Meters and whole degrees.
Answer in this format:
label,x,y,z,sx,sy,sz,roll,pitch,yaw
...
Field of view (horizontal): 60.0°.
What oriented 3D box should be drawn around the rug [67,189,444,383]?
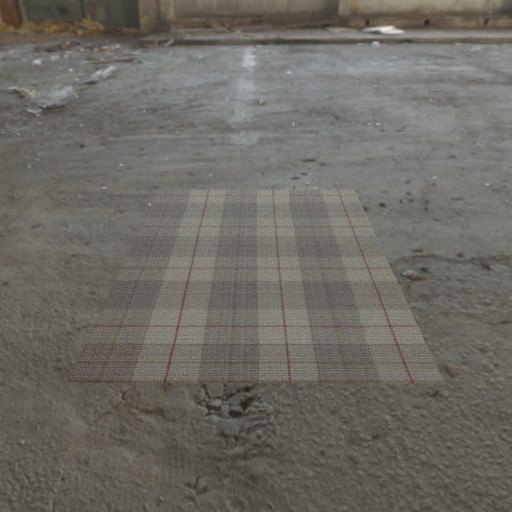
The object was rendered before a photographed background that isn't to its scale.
label,x,y,z,sx,sy,sz,roll,pitch,yaw
rug,0.000,0.000,3.985,2.317,0.016,2.959,0,32,0
